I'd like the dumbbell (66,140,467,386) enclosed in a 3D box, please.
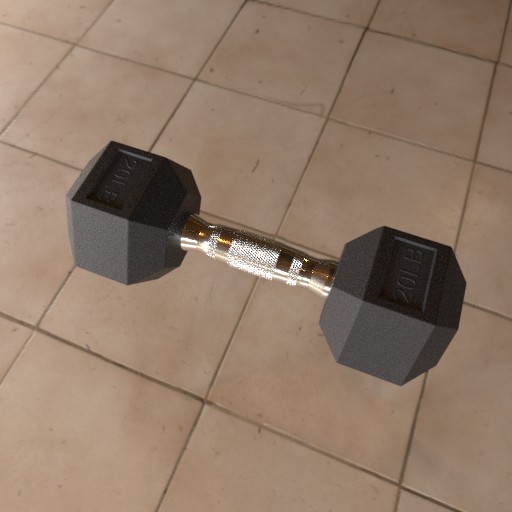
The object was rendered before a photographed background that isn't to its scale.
[{"bbox_3d":[0.000,0.000,0.348,0.297,0.101,0.116,19,65,9],"label":"dumbbell"}]
